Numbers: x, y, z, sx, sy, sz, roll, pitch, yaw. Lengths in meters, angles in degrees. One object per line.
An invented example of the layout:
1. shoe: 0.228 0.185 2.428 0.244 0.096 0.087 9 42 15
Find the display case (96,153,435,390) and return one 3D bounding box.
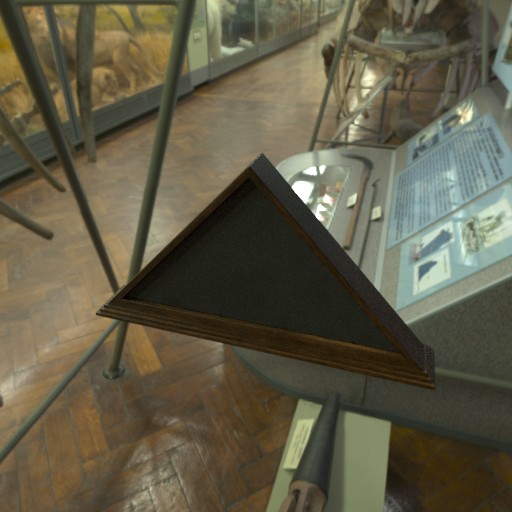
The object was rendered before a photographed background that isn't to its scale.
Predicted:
1. display case: 0.000 0.000 0.753 0.640 0.340 0.095 9 33 15
